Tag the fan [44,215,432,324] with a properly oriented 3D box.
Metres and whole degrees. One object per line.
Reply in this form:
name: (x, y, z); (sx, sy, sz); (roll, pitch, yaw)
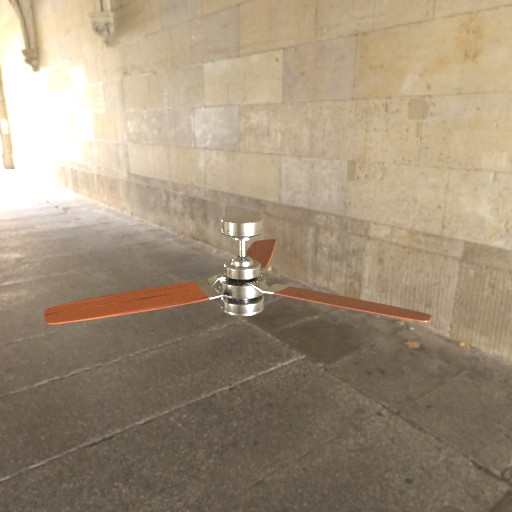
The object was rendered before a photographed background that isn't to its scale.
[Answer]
fan: (0.000, 0.000, 2.052); (1.416, 0.410, 1.271); (2, 17, 8)
